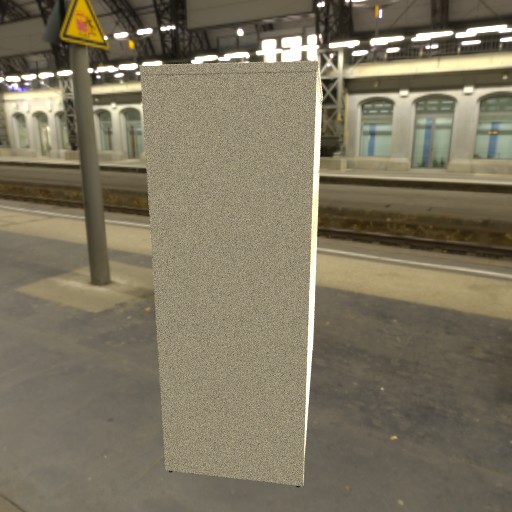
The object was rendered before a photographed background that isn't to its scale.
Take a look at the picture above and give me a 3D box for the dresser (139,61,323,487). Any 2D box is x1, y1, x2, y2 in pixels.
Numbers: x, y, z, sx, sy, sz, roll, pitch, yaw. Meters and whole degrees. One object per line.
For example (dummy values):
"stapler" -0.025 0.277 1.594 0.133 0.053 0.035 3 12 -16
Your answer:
"dresser" 0.000 0.000 1.435 0.380 1.040 0.800 2 15 9
